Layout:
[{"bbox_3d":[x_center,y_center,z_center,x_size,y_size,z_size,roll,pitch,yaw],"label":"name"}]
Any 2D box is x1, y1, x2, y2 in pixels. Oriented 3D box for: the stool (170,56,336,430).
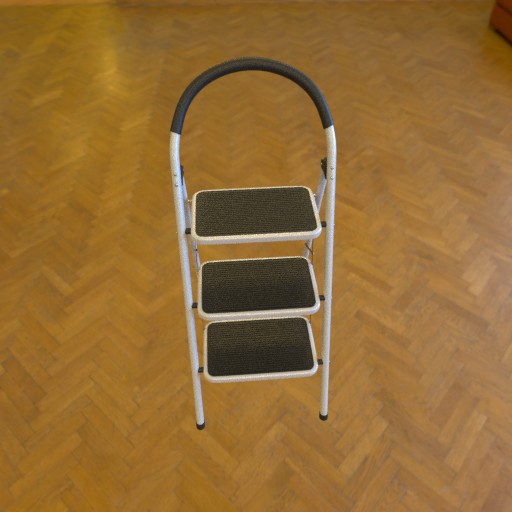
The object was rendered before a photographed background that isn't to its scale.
[{"bbox_3d":[0.000,0.000,1.460,0.485,1.109,0.676,-3,46,-3],"label":"stool"}]
